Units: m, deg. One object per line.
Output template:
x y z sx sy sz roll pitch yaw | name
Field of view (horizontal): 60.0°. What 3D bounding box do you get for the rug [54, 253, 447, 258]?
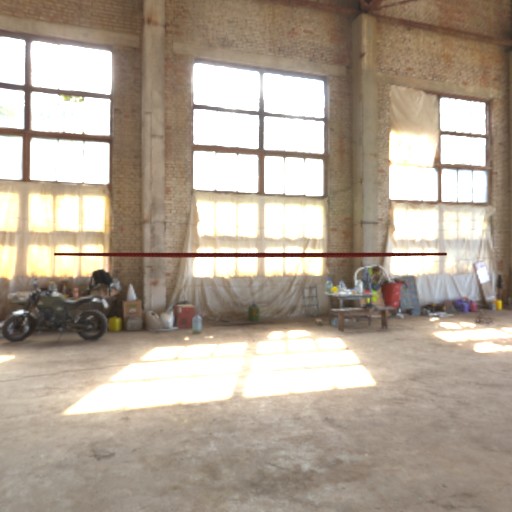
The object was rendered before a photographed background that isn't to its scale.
0.000 0.000 2.897 1.593 0.013 2.211 0 0 2 | rug
